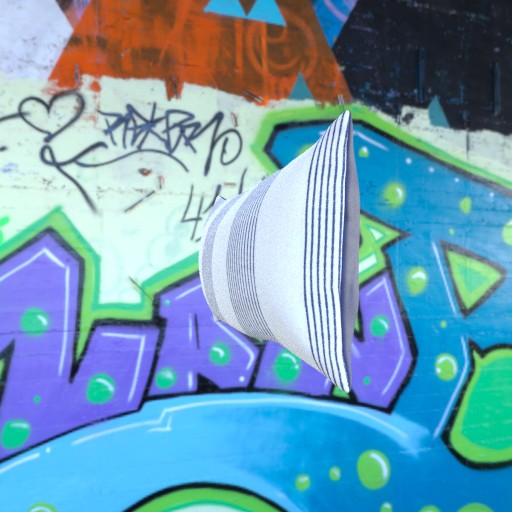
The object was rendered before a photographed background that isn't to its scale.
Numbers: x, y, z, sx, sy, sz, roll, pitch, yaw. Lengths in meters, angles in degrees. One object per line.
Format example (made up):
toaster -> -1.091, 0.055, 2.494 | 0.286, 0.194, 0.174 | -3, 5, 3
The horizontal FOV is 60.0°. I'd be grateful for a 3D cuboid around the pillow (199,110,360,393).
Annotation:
pillow -> 0.000, 0.000, 0.723 | 0.151, 0.287, 0.610 | 0, -1, -17
